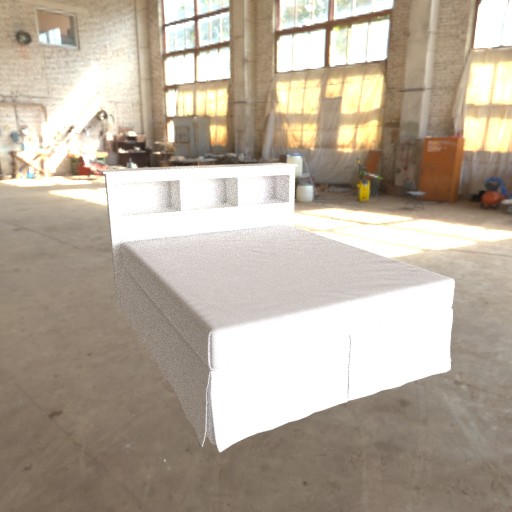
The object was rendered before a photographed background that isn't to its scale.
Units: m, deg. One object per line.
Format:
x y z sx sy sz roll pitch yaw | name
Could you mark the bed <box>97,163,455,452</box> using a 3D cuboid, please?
0.000 0.000 3.058 1.671 1.092 2.133 -8 17 -27 | bed
